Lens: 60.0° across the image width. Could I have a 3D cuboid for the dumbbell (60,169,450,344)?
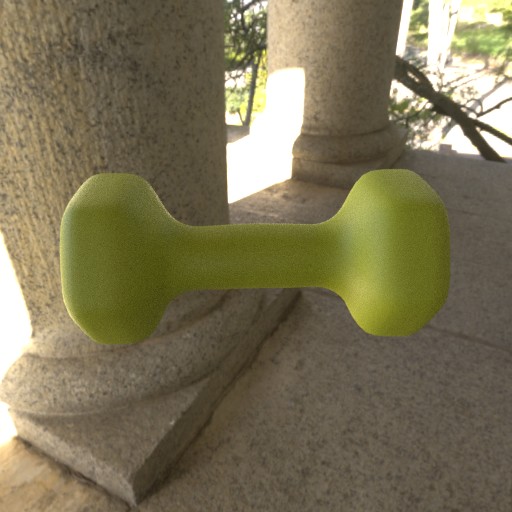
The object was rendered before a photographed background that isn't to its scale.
[{"bbox_3d":[0.000,0.000,0.206,0.164,0.072,0.080,-1,31,-1],"label":"dumbbell"}]
